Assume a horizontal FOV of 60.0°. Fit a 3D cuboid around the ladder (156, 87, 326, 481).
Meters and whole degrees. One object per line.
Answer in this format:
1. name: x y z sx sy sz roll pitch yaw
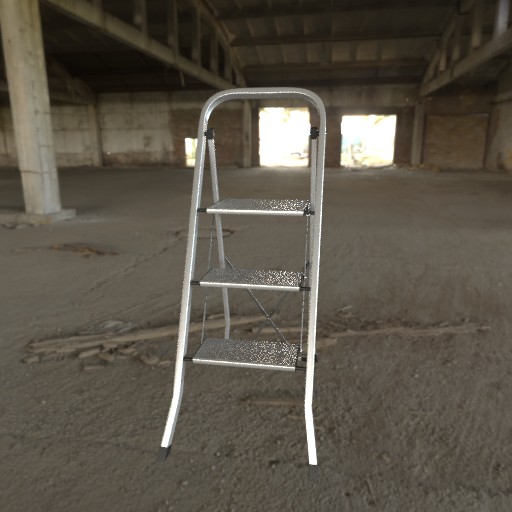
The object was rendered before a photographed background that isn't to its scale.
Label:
1. ladder: 0.000 0.000 1.447 0.465 1.070 0.704 2 14 9
